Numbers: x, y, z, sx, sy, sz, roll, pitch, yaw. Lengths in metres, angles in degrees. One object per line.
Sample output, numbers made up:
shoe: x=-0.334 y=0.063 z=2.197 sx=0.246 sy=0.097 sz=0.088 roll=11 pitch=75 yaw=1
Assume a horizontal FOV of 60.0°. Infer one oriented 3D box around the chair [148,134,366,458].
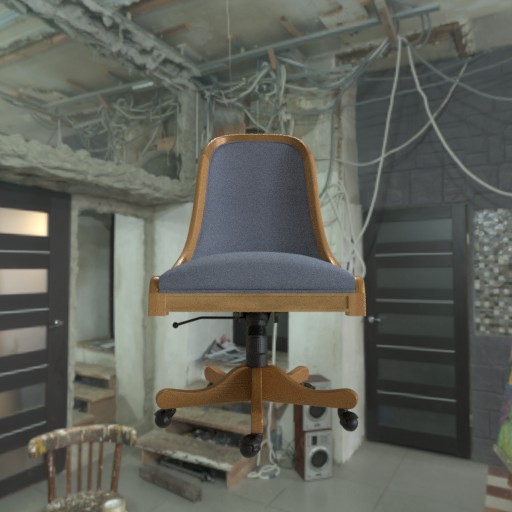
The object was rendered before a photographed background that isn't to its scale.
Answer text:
chair: x=0.000 y=0.000 z=1.465 sx=0.605 sy=1.031 sz=0.735 roll=0 pitch=-2 yaw=0
